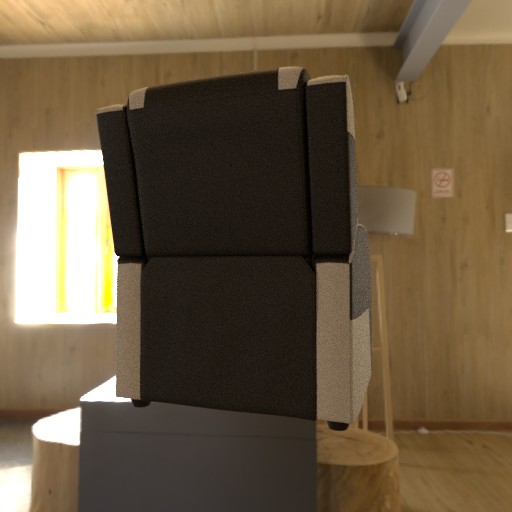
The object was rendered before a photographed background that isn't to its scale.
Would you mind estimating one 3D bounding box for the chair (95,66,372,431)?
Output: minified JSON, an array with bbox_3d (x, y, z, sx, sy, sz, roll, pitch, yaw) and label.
[{"bbox_3d":[0.000,0.000,1.289,0.620,0.805,0.672,0,-1,19],"label":"chair"}]
